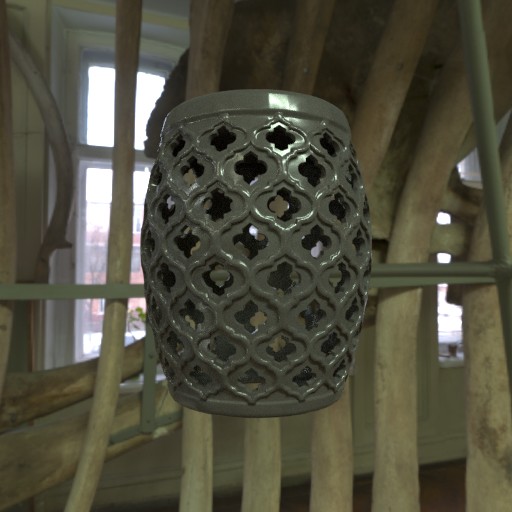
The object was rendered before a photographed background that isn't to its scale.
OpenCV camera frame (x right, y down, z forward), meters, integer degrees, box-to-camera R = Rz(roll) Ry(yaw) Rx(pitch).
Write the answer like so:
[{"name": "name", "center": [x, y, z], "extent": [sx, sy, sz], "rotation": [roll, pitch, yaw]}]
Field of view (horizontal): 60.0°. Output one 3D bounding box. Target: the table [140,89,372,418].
[{"name": "table", "center": [0.000, 0.000, 0.642], "extent": [0.325, 0.388, 0.325], "rotation": [0, -2, 0]}]
